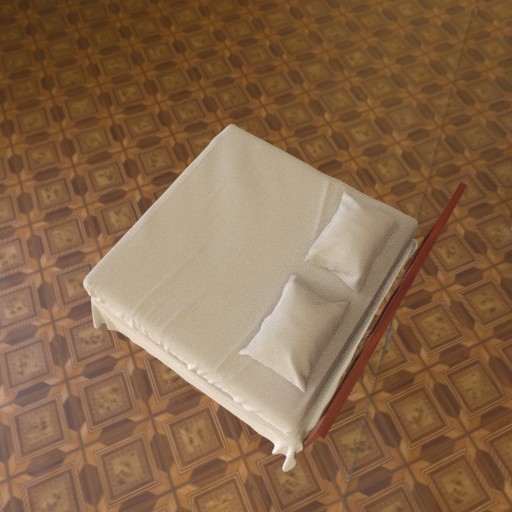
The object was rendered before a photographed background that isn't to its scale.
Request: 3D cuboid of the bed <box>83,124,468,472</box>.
[{"bbox_3d":[0.000,0.000,3.567,2.219,1.271,2.314,31,67,15],"label":"bed"}]
